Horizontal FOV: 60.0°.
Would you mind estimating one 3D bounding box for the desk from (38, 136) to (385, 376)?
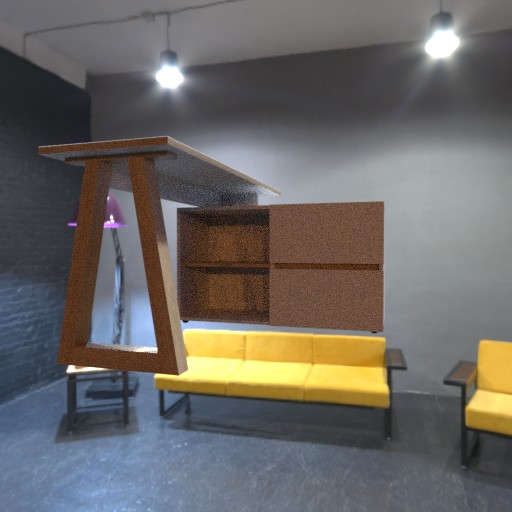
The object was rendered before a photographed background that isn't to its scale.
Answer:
[{"bbox_3d":[0.000,0.000,2.006,1.098,0.755,1.404,0,1,17],"label":"desk"}]
